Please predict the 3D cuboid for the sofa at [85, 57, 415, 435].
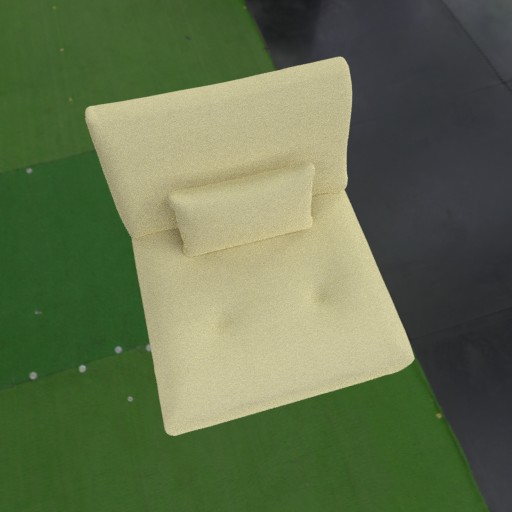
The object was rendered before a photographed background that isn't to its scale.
[{"bbox_3d":[0.000,0.000,1.644,0.930,0.820,1.000,-14,65,-6],"label":"sofa"}]
